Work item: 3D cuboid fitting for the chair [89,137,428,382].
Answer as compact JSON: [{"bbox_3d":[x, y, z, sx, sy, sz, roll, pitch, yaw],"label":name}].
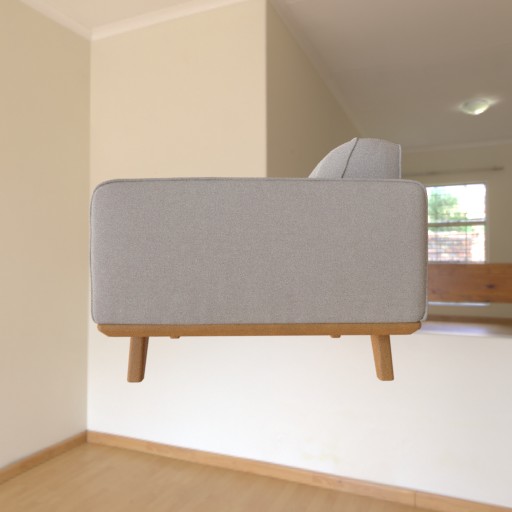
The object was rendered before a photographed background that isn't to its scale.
[{"bbox_3d":[0.000,0.000,1.755,0.953,0.779,1.115,0,-1,-1],"label":"chair"}]
